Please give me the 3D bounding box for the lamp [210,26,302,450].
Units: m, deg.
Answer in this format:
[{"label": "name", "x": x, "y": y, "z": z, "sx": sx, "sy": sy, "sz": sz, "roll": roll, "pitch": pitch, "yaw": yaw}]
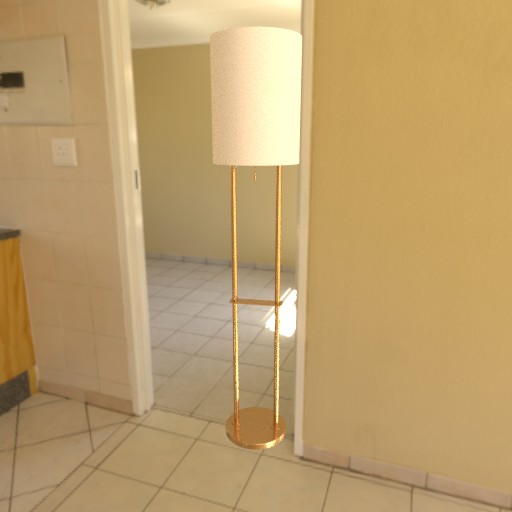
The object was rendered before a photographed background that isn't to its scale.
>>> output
[{"label": "lamp", "x": 0.000, "y": 0.000, "z": 1.663, "sx": 0.306, "sy": 1.500, "sz": 0.305, "roll": 3, "pitch": 15, "yaw": 10}]
